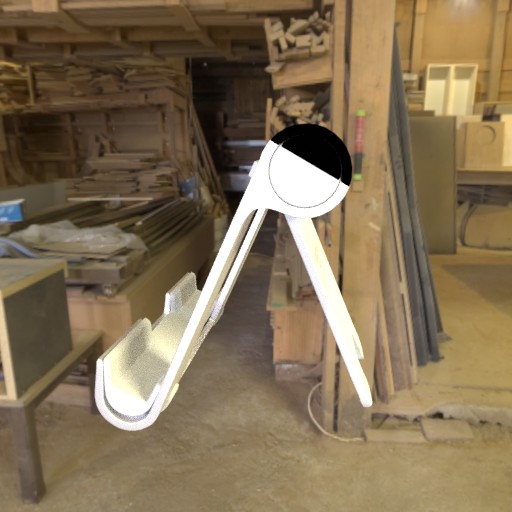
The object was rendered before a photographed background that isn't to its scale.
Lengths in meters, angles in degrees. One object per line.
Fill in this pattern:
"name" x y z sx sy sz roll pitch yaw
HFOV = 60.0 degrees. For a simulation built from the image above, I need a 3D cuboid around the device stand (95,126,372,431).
"device stand" 0.000 0.000 0.152 0.079 0.084 0.086 2 14 8
